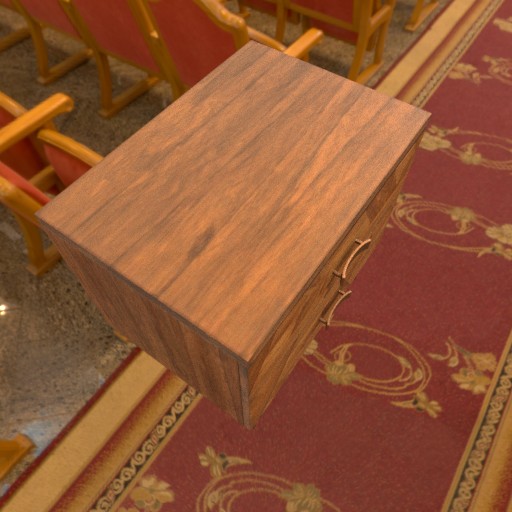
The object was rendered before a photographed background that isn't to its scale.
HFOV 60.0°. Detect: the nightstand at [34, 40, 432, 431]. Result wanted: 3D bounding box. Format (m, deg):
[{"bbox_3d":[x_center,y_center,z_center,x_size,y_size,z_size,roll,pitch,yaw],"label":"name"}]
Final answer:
[{"bbox_3d":[0.000,0.000,1.043,0.458,0.610,0.610,31,62,18],"label":"nightstand"}]
